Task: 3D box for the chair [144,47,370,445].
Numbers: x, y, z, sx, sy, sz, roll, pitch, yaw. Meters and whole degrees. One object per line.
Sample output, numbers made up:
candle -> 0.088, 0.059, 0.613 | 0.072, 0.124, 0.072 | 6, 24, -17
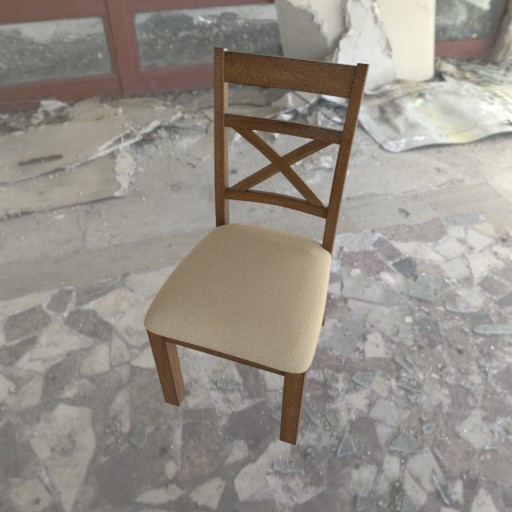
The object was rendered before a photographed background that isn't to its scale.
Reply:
chair -> 0.000, 0.000, 1.268 | 0.461, 0.949, 0.581 | 13, 43, 14
